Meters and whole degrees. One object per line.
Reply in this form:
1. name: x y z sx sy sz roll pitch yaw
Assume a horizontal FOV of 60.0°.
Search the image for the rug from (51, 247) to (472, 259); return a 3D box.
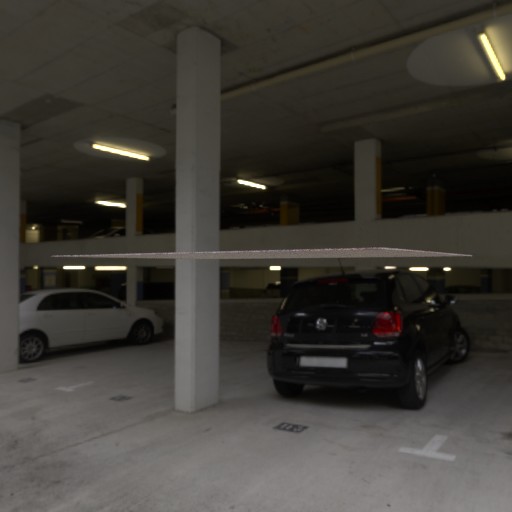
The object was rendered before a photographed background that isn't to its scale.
1. rug: 0.000 0.000 2.306 1.829 0.005 1.219 -1 -2 37
